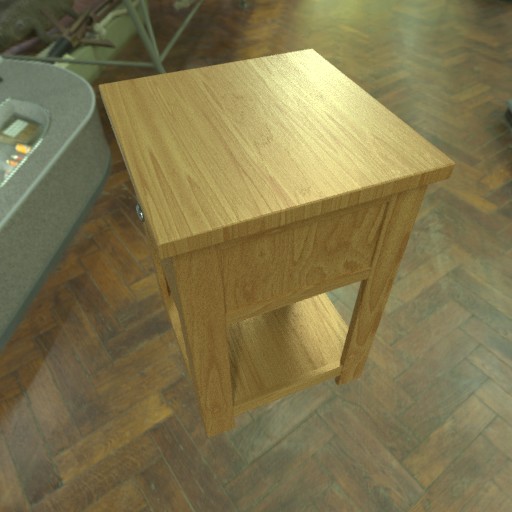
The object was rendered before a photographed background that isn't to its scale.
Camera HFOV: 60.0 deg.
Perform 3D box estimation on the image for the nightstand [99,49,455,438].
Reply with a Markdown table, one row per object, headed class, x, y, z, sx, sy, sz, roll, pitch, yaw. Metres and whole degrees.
| class | x | y | z | sx | sy | sz | roll | pitch | yaw |
| --- | --- | --- | --- | --- | --- | --- | --- | --- | --- |
| nightstand | 0.000 | 0.000 | 0.909 | 0.418 | 0.614 | 0.428 | -17 | 48 | -15 |
